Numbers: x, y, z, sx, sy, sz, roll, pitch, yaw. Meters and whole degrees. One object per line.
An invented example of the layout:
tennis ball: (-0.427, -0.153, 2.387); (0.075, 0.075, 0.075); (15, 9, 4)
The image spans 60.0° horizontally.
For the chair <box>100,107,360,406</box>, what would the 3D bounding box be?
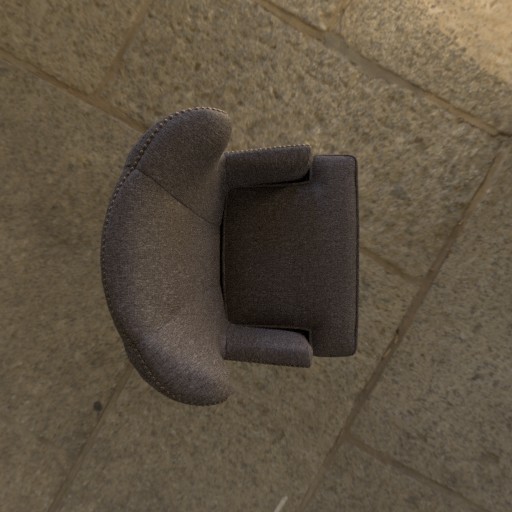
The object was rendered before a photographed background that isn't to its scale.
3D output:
chair: (0.000, 0.000, 1.588); (0.758, 1.060, 0.759); (0, 90, 0)
